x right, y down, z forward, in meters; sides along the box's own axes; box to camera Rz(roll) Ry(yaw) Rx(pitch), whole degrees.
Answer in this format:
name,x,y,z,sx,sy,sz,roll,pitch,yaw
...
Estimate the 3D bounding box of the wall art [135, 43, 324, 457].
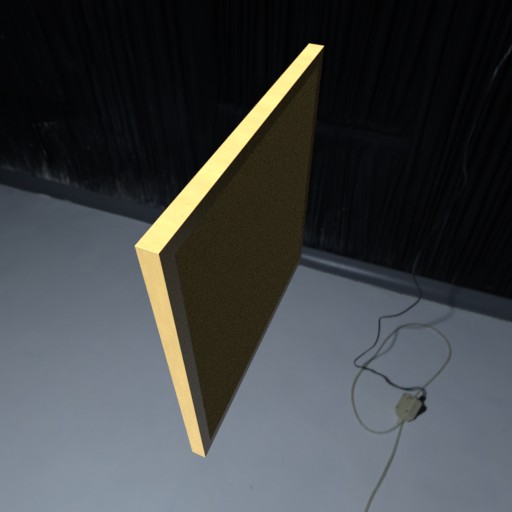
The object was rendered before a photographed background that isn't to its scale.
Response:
name,x,y,z,sx,sy,sz,roll,pitch,yaw
wall art,0.000,0.000,2.843,0.097,1.936,1.935,17,49,16
